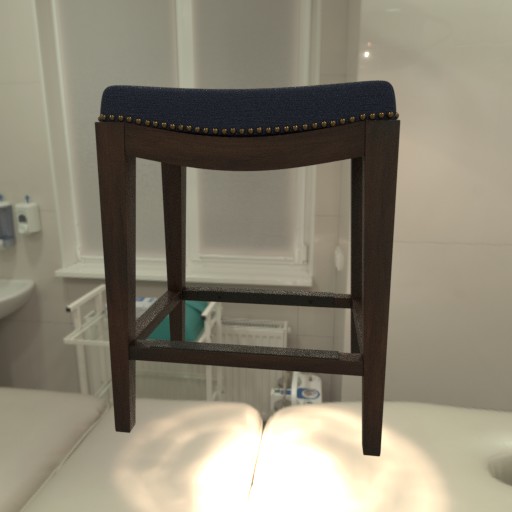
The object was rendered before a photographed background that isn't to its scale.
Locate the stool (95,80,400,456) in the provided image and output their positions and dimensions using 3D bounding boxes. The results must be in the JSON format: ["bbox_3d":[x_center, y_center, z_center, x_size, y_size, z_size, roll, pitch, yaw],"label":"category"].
[{"bbox_3d":[0.000,0.000,0.920,0.500,0.642,0.361,2,14,8],"label":"stool"}]
